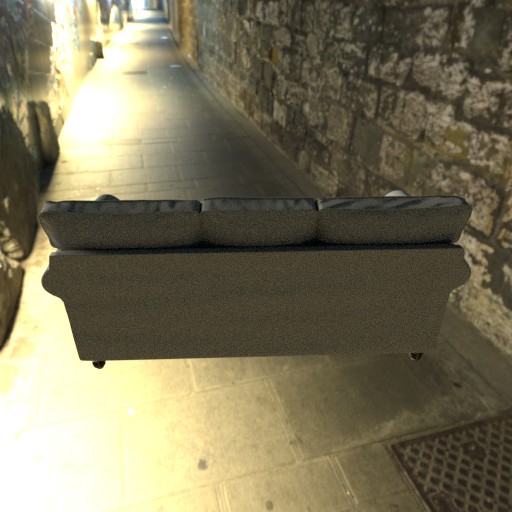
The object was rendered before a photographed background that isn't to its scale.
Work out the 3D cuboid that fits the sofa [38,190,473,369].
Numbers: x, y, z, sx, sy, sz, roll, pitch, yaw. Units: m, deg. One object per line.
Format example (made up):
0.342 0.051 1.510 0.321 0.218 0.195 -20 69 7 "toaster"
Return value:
0.000 0.000 2.574 2.084 0.961 0.916 -1 30 -2 "sofa"
